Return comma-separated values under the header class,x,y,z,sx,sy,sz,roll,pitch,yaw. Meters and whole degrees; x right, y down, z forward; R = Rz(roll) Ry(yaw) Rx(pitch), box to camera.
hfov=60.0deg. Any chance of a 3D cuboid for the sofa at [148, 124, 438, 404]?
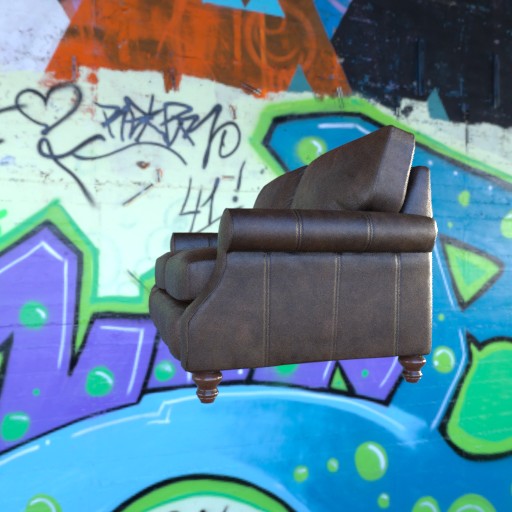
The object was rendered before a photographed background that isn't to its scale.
class,x,y,z,sx,sy,sz,roll,pitch,yaw
sofa,0.000,0.000,2.230,0.990,0.976,1.616,0,0,-17
